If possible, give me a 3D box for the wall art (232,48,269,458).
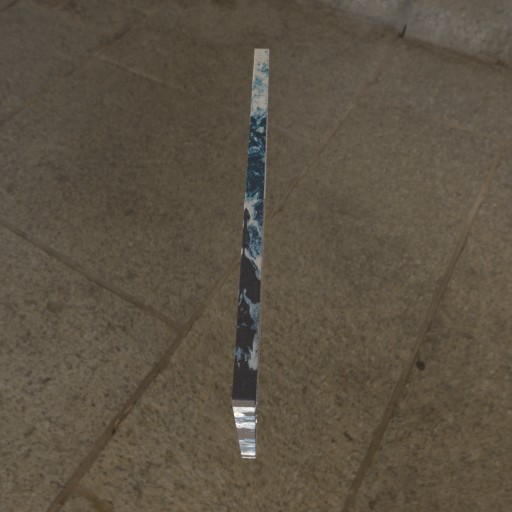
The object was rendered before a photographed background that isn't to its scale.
[{"bbox_3d":[0.000,0.000,1.186,0.042,0.610,0.915,2,58,1],"label":"wall art"}]
